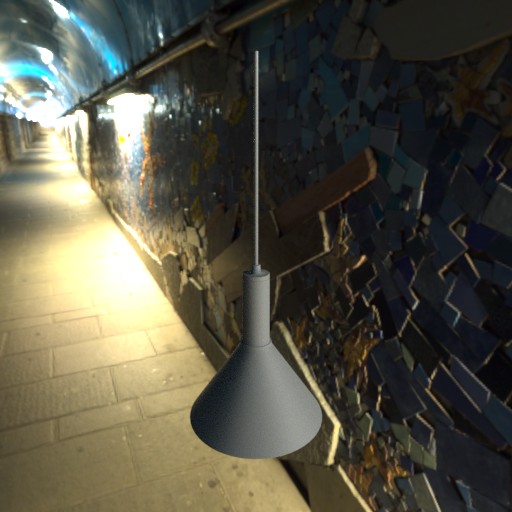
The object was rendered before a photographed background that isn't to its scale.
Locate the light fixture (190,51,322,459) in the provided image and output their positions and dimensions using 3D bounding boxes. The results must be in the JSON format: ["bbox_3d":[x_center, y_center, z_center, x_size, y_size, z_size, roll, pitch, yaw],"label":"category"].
[{"bbox_3d":[0.000,0.000,0.807,0.267,0.683,0.267,-3,17,-8],"label":"light fixture"}]
